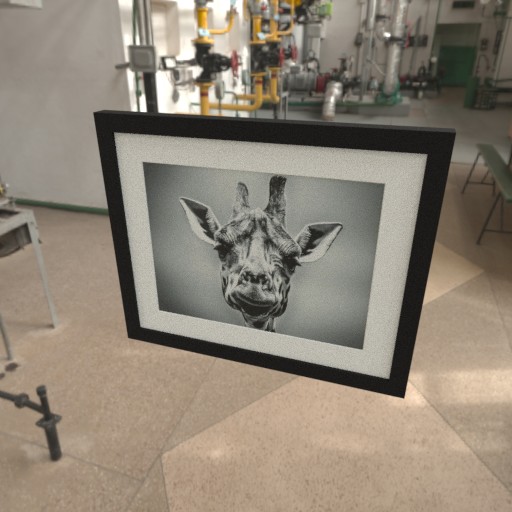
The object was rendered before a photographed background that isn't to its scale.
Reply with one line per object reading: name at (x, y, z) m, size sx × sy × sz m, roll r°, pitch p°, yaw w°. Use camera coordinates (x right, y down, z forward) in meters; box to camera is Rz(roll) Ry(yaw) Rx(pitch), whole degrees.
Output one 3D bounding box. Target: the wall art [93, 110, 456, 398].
wall art at (0.000, 0.000, 0.768) m, size 0.558 × 0.457 × 0.031 m, roll 8°, pitch 27°, yaw 16°
